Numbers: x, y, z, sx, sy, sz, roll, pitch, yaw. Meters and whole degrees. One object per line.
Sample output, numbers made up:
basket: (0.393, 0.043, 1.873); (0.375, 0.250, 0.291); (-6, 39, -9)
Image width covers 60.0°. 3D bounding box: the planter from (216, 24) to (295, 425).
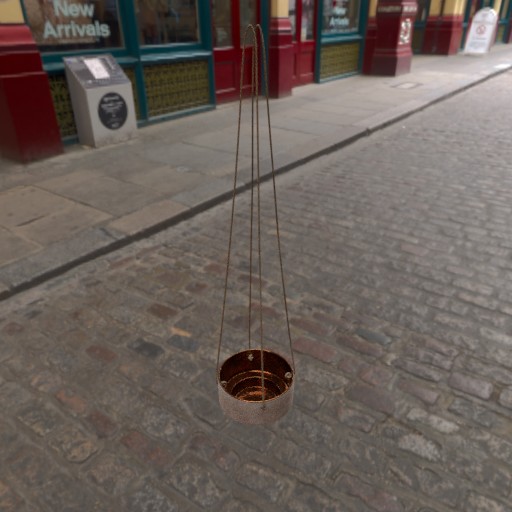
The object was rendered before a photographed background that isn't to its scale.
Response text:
planter: (0.000, 0.000, 1.112); (0.223, 1.030, 0.223); (19, 33, 31)
